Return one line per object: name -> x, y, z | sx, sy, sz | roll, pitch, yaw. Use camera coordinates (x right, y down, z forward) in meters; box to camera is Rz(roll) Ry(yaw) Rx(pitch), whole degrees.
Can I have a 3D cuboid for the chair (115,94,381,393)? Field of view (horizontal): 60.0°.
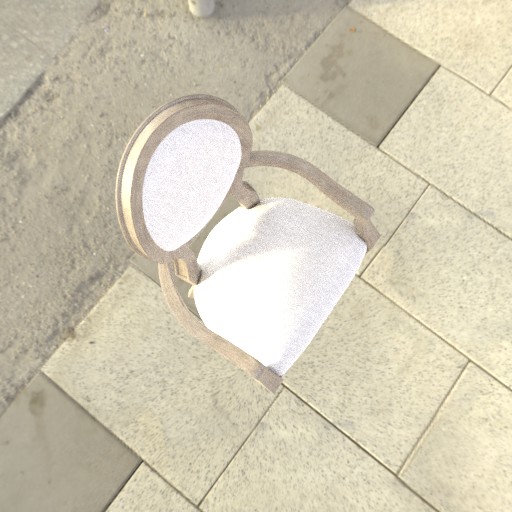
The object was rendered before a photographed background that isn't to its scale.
chair -> 0.000, 0.000, 1.379 | 0.602, 0.991, 0.611 | 35, 79, 8
